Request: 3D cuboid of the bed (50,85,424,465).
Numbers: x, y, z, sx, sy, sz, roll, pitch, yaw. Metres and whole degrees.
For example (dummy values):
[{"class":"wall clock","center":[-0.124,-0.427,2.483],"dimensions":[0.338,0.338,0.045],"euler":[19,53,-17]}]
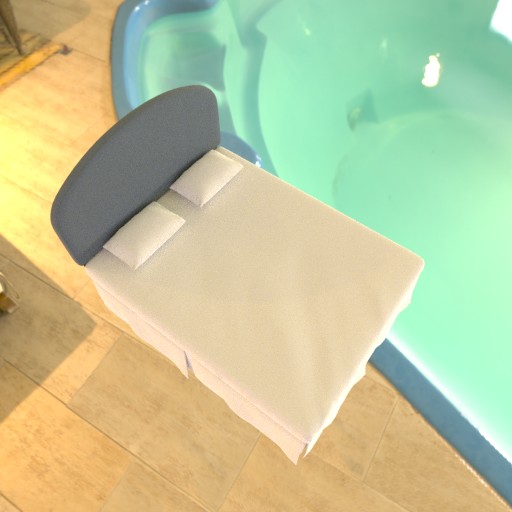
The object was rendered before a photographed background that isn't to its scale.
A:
[{"class":"bed","center":[0.000,0.000,3.011],"dimensions":[2.005,1.410,1.607],"euler":[32,63,19]}]
